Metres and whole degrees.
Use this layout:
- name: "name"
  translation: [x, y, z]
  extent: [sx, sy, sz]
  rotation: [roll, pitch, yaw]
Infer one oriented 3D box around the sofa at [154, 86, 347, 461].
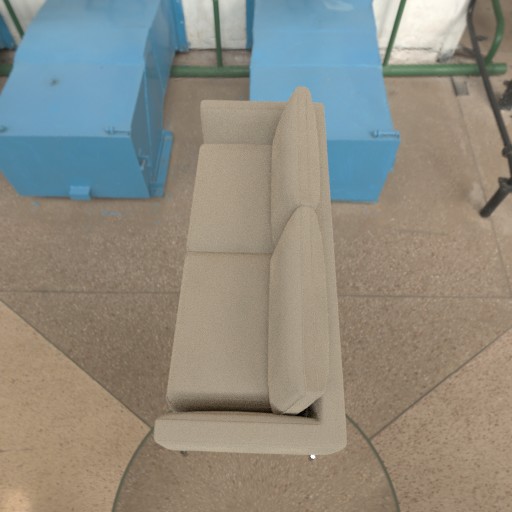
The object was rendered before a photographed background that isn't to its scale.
- name: "sofa"
  translation: [0.000, 0.000, 2.691]
  extent: [0.868, 1.005, 2.214]
  rotation: [2, 59, 1]
